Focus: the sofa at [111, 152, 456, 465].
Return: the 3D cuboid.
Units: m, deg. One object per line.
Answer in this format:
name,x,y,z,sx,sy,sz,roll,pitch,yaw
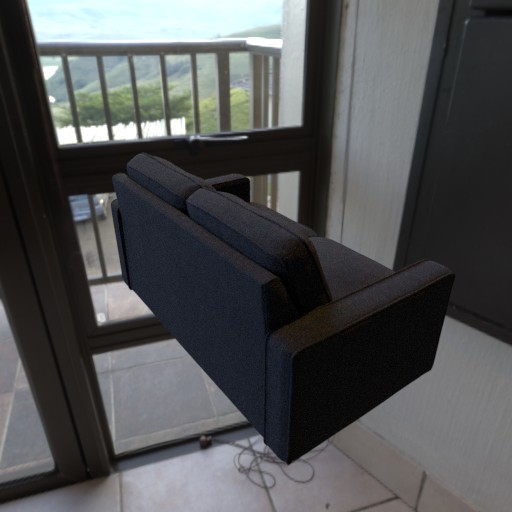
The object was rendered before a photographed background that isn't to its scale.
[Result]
sofa,0.000,0.000,2.331,0.947,0.918,1.709,-19,34,-31
